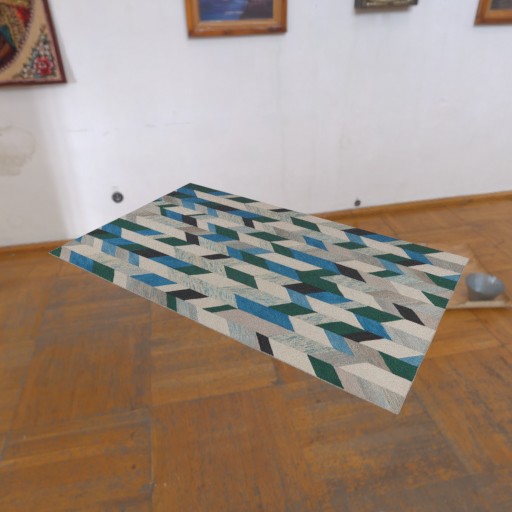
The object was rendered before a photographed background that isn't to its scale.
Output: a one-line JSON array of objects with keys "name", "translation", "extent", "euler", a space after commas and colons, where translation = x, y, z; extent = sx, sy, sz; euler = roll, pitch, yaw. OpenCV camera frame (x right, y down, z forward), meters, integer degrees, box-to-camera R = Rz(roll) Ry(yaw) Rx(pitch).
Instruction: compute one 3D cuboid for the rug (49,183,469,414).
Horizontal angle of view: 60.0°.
[{"name": "rug", "translation": [0.000, 0.000, 2.994], "extent": [2.433, 0.007, 1.507], "euler": [19, 36, 28]}]
